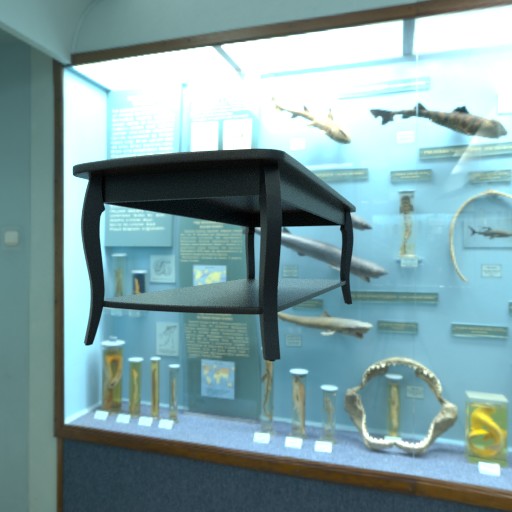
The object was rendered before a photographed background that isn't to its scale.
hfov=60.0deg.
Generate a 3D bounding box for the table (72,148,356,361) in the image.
[{"bbox_3d":[0.000,0.000,1.612,0.571,0.457,1.333,0,0,20],"label":"table"}]
